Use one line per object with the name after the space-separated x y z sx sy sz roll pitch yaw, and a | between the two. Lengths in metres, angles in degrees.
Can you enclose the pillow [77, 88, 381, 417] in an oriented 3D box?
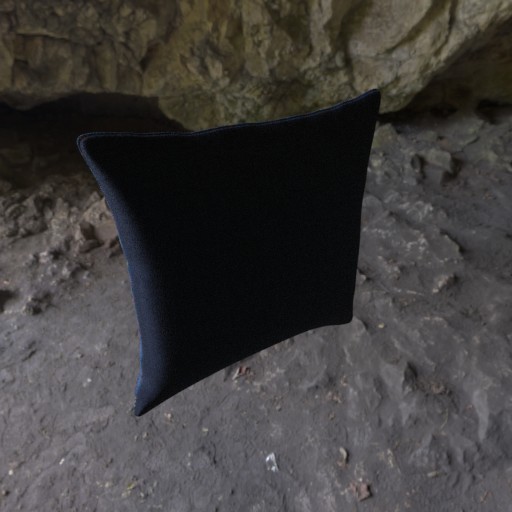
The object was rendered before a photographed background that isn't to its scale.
0.000 0.000 0.654 0.431 0.431 0.141 -18 35 -27 | pillow
